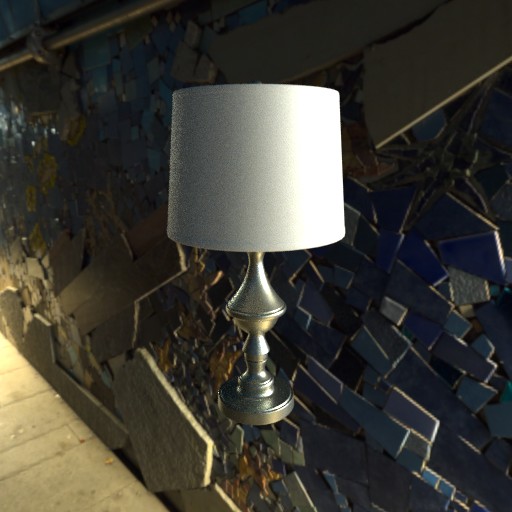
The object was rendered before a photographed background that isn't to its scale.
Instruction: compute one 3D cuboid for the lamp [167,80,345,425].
[{"bbox_3d":[0.000,0.000,0.987,0.383,0.733,0.383,0,14,0],"label":"lamp"}]
